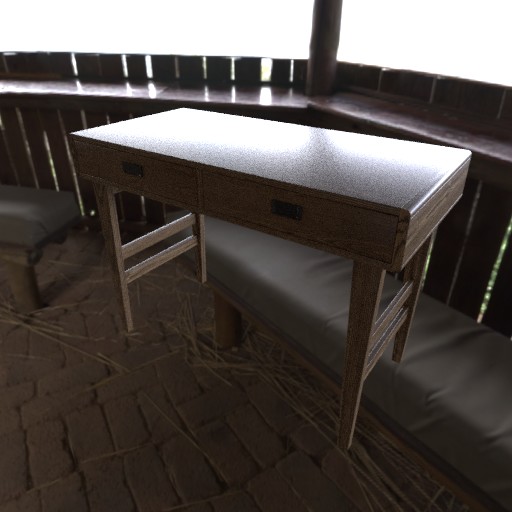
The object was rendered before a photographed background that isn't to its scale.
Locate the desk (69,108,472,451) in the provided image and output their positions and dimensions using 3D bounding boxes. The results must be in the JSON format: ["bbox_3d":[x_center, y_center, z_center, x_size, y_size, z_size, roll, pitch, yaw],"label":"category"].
[{"bbox_3d":[0.000,0.000,1.461,1.067,0.755,0.508,19,34,30],"label":"desk"}]
